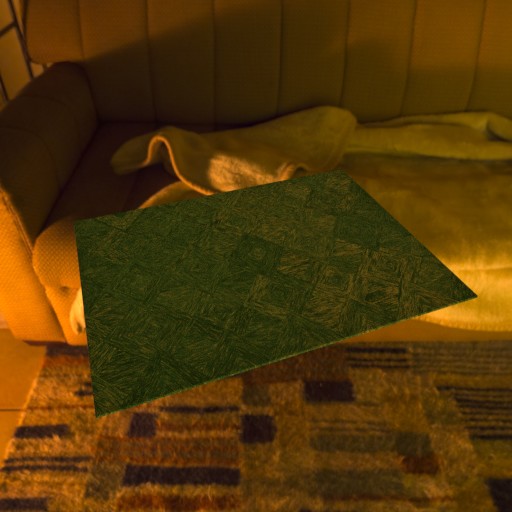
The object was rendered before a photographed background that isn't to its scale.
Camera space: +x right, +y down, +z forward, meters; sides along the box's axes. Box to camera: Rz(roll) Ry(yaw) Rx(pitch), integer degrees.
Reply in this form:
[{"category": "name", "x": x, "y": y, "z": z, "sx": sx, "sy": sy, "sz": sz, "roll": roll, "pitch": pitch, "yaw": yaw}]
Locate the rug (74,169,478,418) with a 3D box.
[{"category": "rug", "x": 0.000, "y": 0.000, "z": 4.276, "sx": 3.217, "sy": 0.027, "sz": 2.405, "roll": -14, "pitch": 42, "yaw": -16}]
